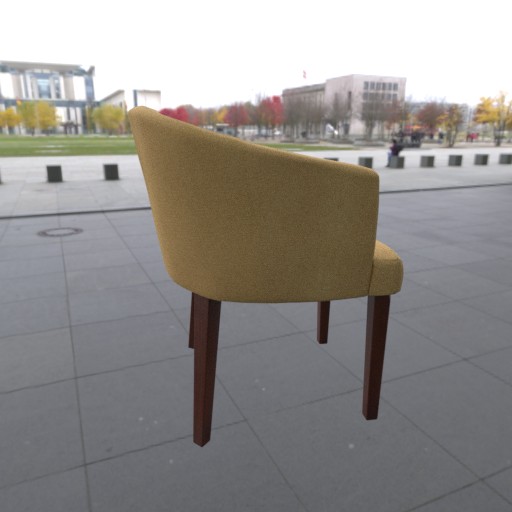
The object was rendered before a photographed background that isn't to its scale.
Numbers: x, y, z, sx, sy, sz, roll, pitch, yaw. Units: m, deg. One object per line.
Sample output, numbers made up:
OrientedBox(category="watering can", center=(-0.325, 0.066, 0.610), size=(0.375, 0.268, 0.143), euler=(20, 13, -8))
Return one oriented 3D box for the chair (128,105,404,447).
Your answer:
OrientedBox(category="chair", center=(0.000, 0.000, 1.275), size=(0.655, 0.811, 0.583), euler=(-2, 16, -9))
